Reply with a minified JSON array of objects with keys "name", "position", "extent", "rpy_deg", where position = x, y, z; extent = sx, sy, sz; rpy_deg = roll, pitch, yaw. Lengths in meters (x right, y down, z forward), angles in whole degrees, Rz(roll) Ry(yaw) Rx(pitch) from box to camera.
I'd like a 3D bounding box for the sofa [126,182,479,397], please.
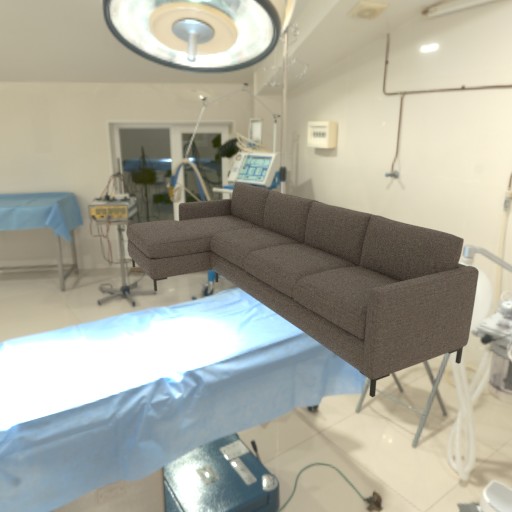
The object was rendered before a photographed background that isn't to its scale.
[{"name":"sofa","position":[0.000,0.000,3.247],"extent":[1.258,0.754,2.731],"rpy_deg":[-9,19,-28]}]
